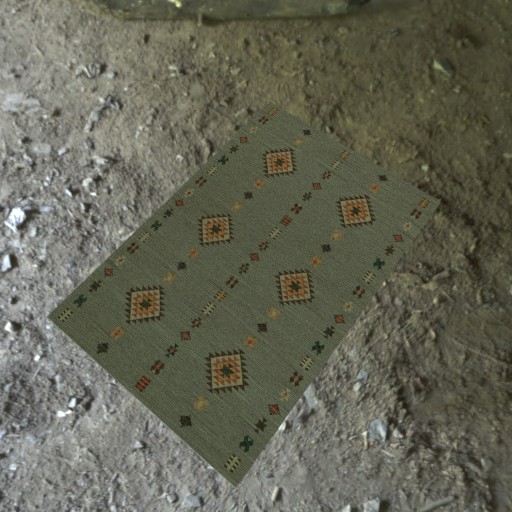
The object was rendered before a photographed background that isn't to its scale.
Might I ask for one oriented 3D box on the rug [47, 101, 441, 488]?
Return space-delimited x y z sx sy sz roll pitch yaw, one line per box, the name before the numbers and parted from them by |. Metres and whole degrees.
rug | 0.000 0.000 2.347 1.217 0.005 1.818 35 69 16
